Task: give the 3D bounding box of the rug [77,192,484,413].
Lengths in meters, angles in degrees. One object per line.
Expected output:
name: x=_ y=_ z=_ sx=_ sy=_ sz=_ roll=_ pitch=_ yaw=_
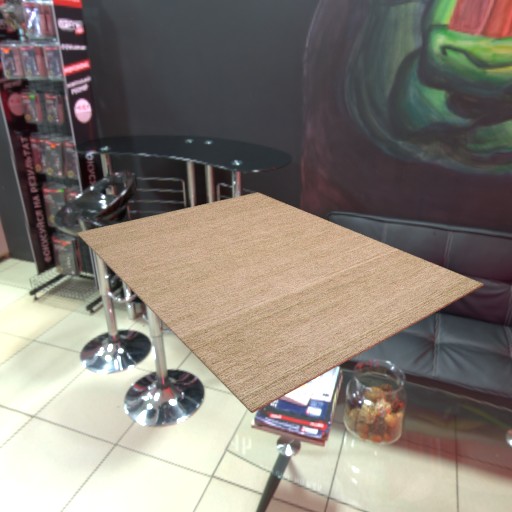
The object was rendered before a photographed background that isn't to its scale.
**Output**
rug: x=0.000 y=0.000 z=4.249 sx=2.425 sy=0.016 sz=3.198 roll=-18 pitch=31 yaw=-32
